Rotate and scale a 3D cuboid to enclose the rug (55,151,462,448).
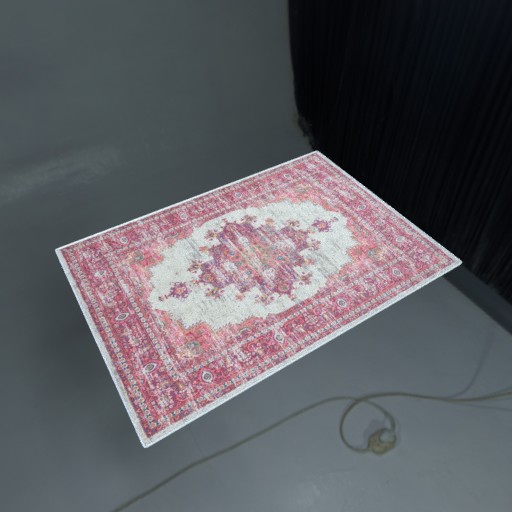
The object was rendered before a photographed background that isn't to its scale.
[{"bbox_3d":[0.000,0.000,2.310,1.747,0.011,1.217,-25,51,-22],"label":"rug"}]
